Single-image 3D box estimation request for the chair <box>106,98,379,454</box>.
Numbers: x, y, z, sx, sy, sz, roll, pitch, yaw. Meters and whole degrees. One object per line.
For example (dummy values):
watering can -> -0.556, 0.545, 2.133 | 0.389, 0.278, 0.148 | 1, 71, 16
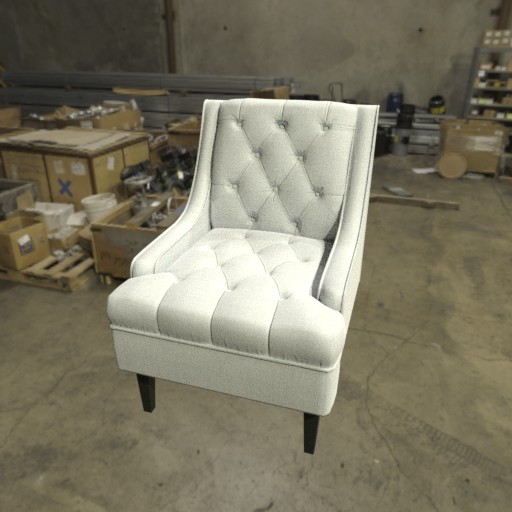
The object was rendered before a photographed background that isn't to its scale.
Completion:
chair -> 0.000, 0.000, 1.425 | 0.658, 0.891, 0.772 | 8, 26, 16
